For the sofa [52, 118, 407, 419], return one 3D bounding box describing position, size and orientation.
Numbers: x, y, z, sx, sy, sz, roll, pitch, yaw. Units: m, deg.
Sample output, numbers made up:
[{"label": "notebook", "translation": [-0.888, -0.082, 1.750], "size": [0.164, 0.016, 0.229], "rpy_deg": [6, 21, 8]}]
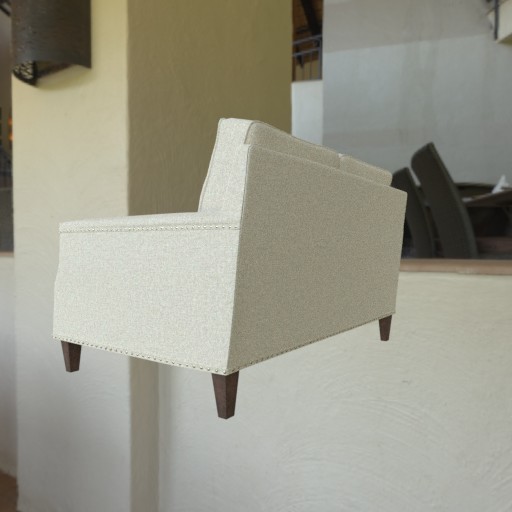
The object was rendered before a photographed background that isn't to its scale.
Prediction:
[{"label": "sofa", "translation": [0.000, 0.000, 2.249], "size": [1.084, 1.003, 1.597], "rpy_deg": [1, 2, 36]}]
